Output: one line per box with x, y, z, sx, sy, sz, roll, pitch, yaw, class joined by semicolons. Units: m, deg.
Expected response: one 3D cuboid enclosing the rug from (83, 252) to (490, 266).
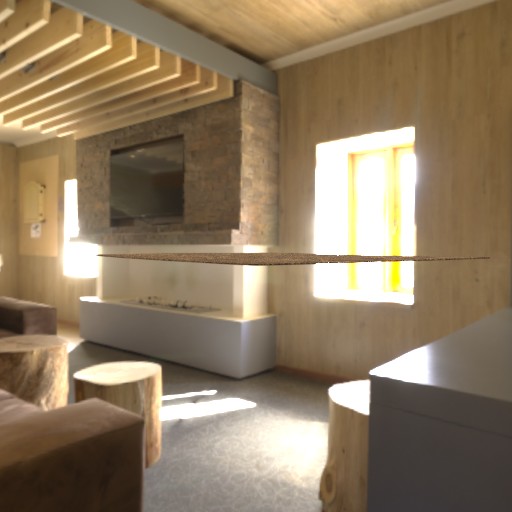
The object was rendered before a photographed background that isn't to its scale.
0.000;0.000;5.317;2.997;0.020;4.093;-1;2;-36;rug
